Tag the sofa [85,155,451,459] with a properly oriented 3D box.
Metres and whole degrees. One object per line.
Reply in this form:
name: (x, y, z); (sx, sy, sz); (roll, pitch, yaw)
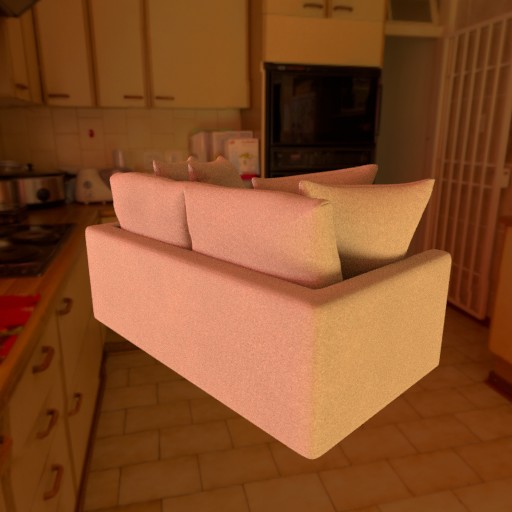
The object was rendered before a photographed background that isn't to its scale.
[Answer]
sofa: (0.000, 0.000, 2.551); (1.228, 1.080, 1.869); (-14, 21, -42)
